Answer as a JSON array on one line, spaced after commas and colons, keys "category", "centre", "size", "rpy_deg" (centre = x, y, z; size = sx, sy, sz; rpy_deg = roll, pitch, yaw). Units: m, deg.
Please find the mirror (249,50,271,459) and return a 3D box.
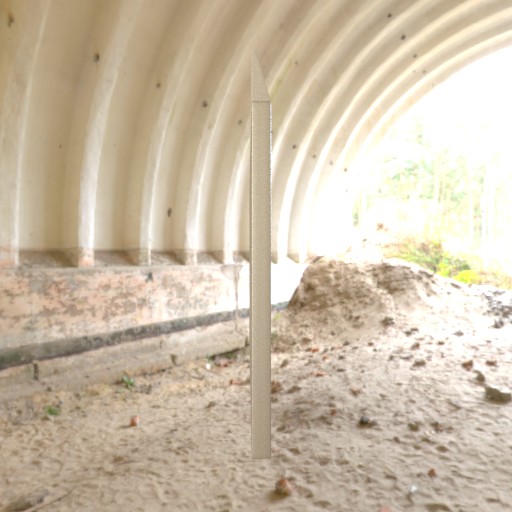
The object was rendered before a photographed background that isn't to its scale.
[{"category": "mirror", "centre": [0.000, 0.000, 1.117], "size": [0.030, 0.630, 0.870], "rpy_deg": [0, -1, -1]}]
